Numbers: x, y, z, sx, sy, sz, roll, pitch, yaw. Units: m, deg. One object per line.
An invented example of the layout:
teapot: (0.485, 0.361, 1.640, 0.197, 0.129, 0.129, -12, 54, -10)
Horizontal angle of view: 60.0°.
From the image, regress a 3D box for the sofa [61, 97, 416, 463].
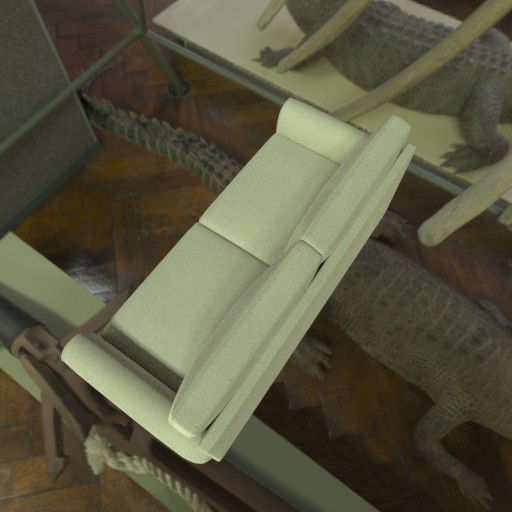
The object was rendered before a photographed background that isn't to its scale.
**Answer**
sofa: (0.000, 0.000, 2.574, 0.901, 0.962, 2.146, 32, 67, 15)
